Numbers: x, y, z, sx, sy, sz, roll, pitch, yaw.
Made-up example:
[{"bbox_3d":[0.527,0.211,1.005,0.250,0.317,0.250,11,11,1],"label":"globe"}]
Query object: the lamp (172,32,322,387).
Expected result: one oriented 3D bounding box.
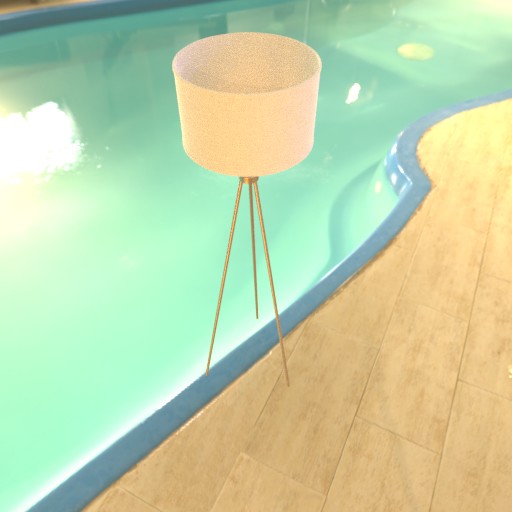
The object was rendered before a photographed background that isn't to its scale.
[{"bbox_3d":[0.000,0.000,1.771,0.458,1.545,0.448,25,51,22],"label":"lamp"}]
